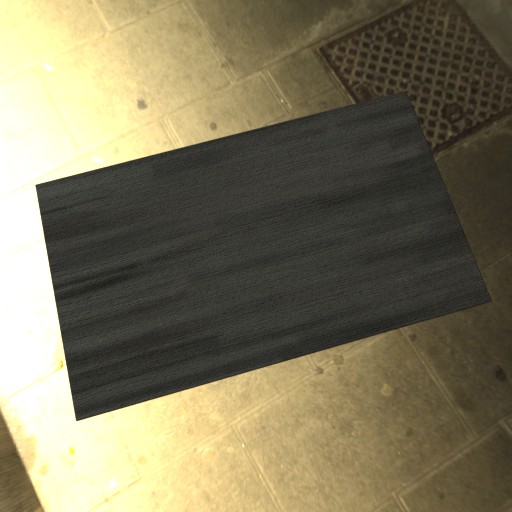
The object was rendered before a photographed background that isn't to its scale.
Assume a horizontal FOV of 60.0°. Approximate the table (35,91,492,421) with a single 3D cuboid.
[{"bbox_3d":[0.000,0.000,1.350,1.088,0.347,0.643,-15,77,-4],"label":"table"}]
